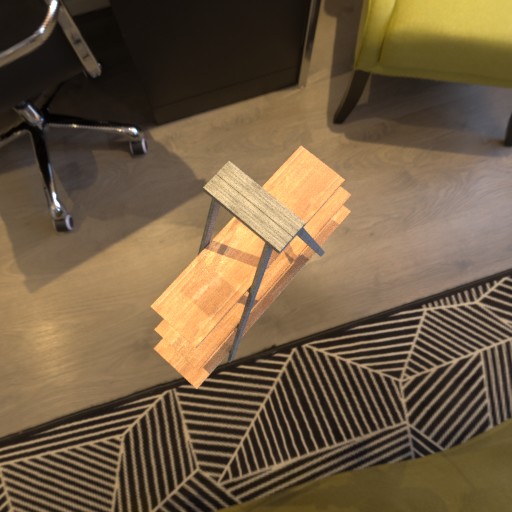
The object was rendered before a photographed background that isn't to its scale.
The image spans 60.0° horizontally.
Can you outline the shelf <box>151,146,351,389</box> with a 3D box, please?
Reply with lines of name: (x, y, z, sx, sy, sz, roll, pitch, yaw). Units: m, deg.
shelf: (0.000, 0.000, 2.668, 0.508, 1.808, 1.746, 40, 79, 9)
